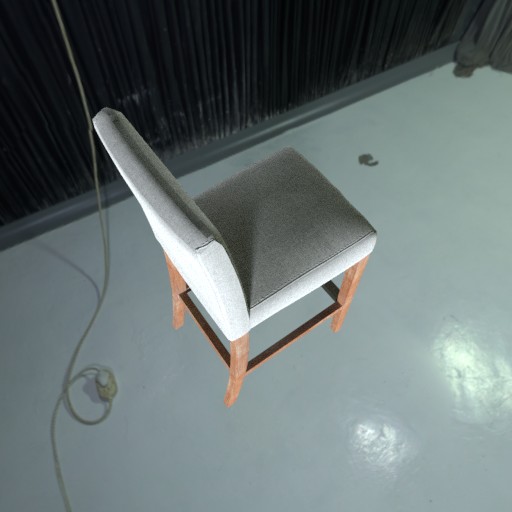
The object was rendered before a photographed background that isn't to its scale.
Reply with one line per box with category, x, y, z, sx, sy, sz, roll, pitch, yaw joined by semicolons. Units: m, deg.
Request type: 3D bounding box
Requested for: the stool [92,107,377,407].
stool;0.000;0.000;1.363;0.570;1.088;0.439;-31;63;-18
